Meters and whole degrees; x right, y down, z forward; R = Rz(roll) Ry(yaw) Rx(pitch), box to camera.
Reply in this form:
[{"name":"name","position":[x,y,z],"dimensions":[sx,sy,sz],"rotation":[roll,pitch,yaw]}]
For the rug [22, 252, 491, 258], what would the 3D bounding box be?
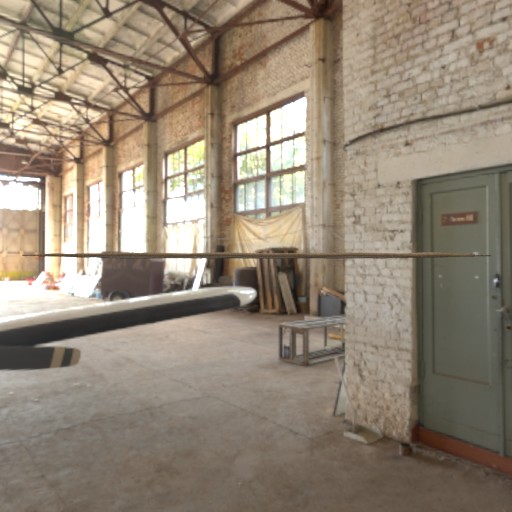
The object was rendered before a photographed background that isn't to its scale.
[{"name":"rug","position":[0.000,0.000,3.033],"dimensions":[2.434,0.027,1.529],"rotation":[0,-1,-1]}]
